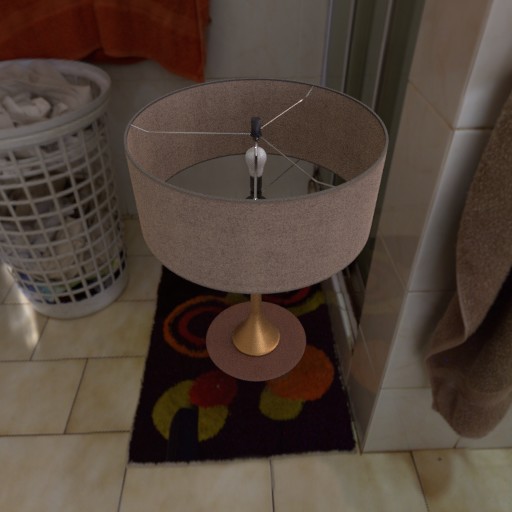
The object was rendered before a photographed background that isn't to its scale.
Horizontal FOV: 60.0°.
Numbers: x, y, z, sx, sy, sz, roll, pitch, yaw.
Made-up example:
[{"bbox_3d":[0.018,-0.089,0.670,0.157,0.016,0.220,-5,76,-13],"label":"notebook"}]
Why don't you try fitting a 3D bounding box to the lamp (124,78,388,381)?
[{"bbox_3d":[0.000,0.000,0.853,0.396,0.551,0.417,0,41,0],"label":"lamp"}]
